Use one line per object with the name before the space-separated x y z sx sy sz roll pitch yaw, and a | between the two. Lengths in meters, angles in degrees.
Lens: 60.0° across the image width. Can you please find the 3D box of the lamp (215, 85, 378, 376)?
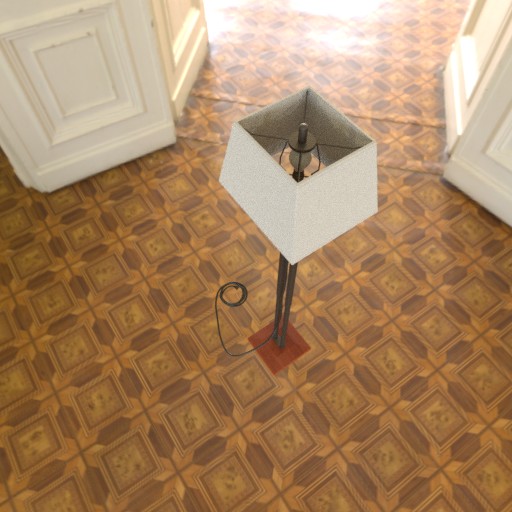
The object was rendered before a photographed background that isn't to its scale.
lamp | 0.000 0.000 2.029 0.472 1.712 0.745 -31 63 -18
